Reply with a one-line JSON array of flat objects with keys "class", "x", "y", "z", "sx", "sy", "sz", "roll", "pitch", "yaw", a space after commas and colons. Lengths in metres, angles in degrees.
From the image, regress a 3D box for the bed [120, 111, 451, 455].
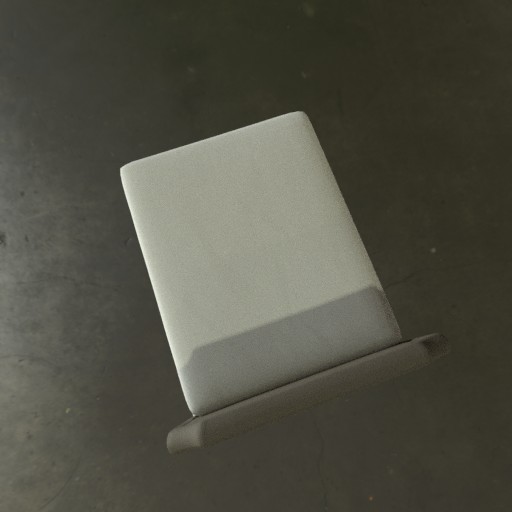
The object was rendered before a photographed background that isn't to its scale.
[{"class": "bed", "x": 0.000, "y": 0.000, "z": 3.326, "sx": 1.831, "sy": 1.297, "sz": 2.181, "roll": -19, "pitch": 75, "yaw": -5}]
